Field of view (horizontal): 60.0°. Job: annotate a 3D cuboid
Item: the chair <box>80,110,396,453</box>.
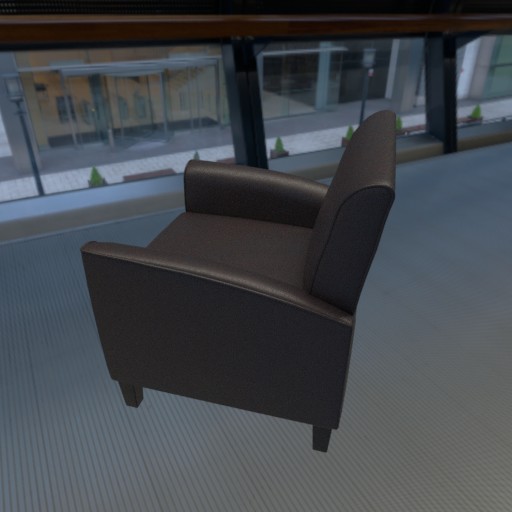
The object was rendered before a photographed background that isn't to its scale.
[{"bbox_3d":[0.000,0.000,1.555,0.819,0.916,0.820,8,32,13],"label":"chair"}]
